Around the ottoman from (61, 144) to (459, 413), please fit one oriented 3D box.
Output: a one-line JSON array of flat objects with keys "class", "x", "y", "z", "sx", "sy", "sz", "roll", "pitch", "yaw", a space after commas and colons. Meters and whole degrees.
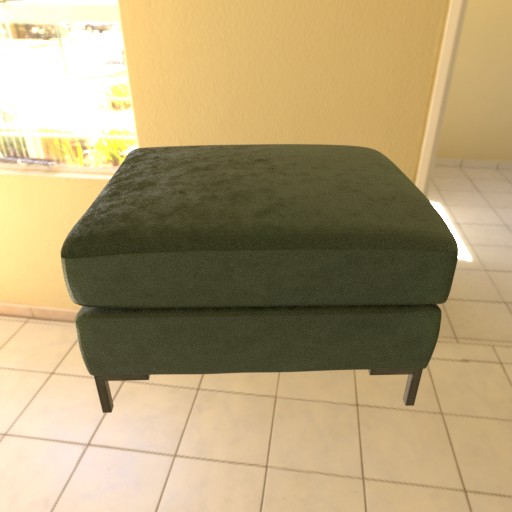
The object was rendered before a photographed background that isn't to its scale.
[{"class": "ottoman", "x": 0.000, "y": 0.000, "z": 1.290, "sx": 0.839, "sy": 0.538, "sz": 0.701, "roll": -1, "pitch": 30, "yaw": -1}]
